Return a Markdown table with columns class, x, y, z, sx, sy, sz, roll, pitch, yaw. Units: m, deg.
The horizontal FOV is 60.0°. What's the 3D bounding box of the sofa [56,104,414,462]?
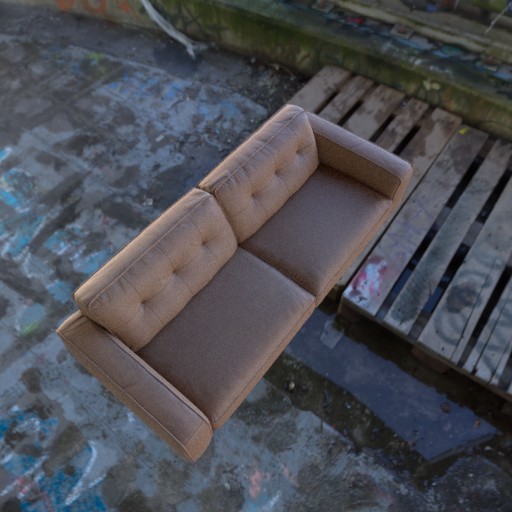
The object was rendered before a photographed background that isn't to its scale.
| class | x | y | z | sx | sy | sz | roll | pitch | yaw |
| --- | --- | --- | --- | --- | --- | --- | --- | --- | --- |
| sofa | 0.000 | 0.000 | 2.778 | 0.953 | 0.780 | 2.270 | 34 | 64 | 19 |
